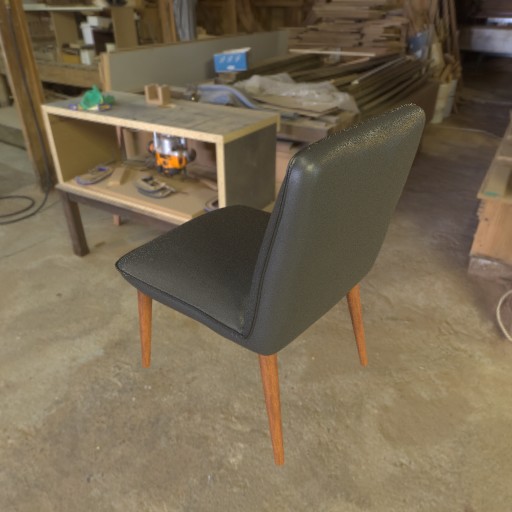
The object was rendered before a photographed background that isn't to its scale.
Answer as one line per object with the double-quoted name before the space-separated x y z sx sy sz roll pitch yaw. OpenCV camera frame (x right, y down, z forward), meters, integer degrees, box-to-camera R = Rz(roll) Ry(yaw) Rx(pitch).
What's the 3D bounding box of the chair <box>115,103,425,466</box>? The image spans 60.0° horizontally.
"chair" 0.000 0.000 1.190 0.645 0.801 0.543 20 37 29
